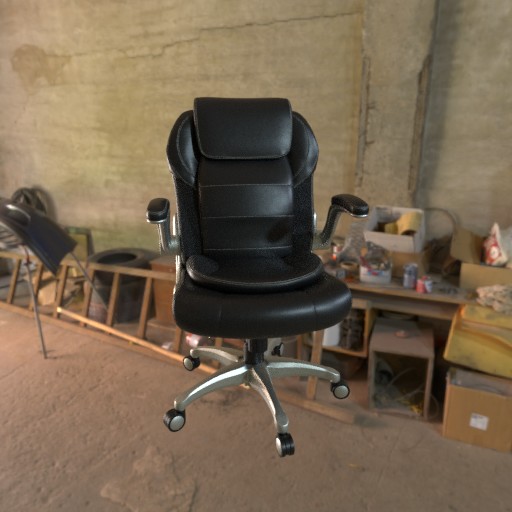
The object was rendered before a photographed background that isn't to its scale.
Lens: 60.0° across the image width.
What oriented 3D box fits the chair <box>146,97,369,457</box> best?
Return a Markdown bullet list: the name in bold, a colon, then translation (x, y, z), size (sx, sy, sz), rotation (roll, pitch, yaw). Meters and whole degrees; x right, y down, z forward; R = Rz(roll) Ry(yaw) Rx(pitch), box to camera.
- **chair**: translation (0.000, 0.000, 1.631), size (0.724, 1.141, 0.801), rotation (-2, 16, -8)
